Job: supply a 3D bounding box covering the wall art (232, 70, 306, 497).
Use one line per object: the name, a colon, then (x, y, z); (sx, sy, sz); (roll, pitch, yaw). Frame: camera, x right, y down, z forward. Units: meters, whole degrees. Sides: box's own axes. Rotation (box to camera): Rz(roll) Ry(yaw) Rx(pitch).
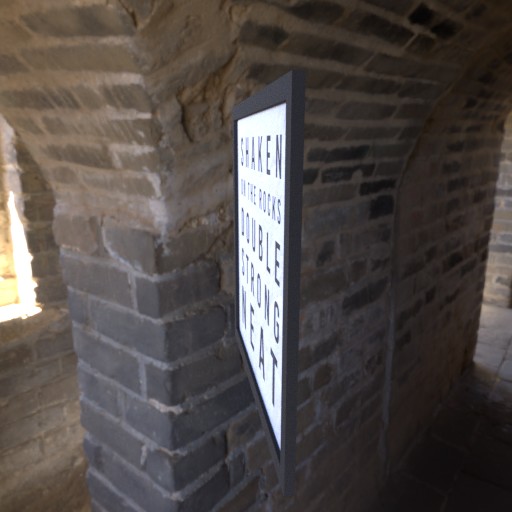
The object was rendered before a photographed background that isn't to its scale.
wall art: (0.000, 0.000, 0.671); (0.013, 0.458, 0.456); (-2, 15, -9)
